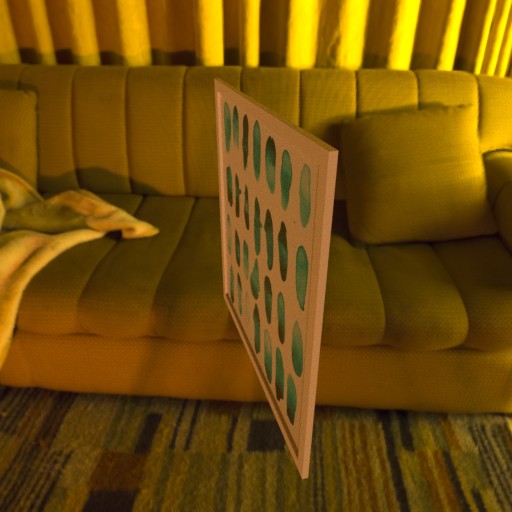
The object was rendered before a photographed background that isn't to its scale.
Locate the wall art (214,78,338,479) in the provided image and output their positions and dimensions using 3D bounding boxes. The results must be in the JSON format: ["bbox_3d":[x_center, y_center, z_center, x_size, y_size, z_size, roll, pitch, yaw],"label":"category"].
[{"bbox_3d":[0.000,0.000,0.687,0.009,0.457,0.456,-9,31,-15],"label":"wall art"}]
